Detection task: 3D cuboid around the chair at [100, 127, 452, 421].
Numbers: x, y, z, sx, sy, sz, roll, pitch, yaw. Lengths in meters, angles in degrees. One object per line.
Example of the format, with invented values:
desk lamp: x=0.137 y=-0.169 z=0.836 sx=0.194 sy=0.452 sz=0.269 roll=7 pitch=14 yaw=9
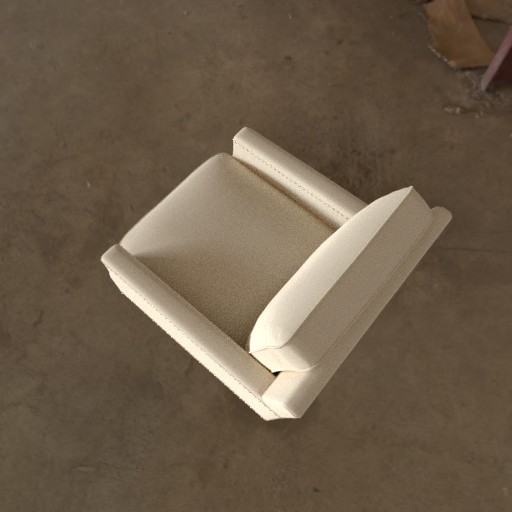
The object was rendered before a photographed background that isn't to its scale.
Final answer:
chair: x=0.000 y=0.000 z=1.770 sx=1.014 sy=0.943 sz=0.853 roll=37 pitch=70 yaw=16
